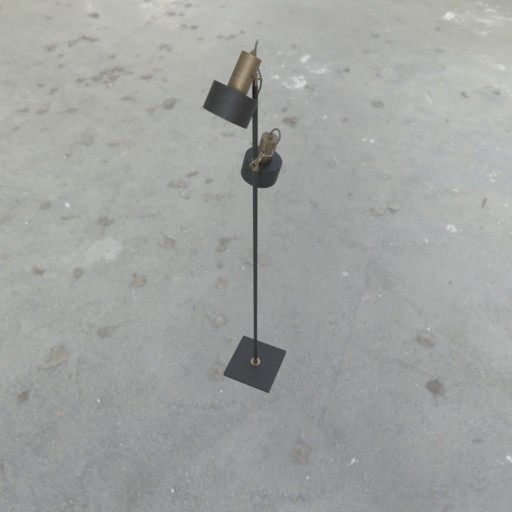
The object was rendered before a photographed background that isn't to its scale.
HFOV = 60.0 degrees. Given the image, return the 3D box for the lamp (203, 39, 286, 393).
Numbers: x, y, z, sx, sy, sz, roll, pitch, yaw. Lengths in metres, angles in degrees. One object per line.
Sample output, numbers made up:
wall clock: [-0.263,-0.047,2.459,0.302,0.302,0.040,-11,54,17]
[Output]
lamp: [0.000,0.000,1.627,0.233,1.505,0.315,17,48,16]
